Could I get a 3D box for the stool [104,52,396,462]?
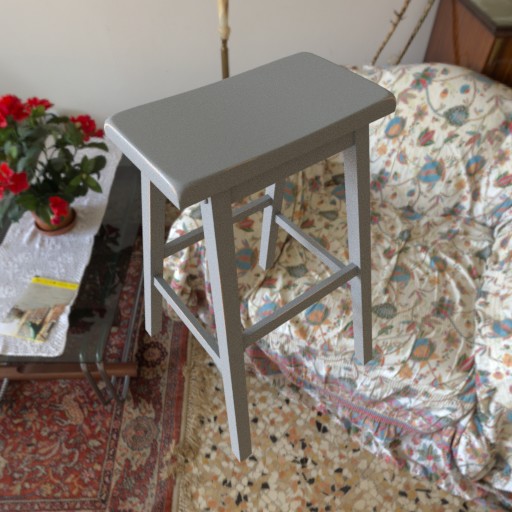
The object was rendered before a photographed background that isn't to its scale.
[{"bbox_3d":[0.000,0.000,1.010,0.457,0.737,0.476,-29,53,-25],"label":"stool"}]
